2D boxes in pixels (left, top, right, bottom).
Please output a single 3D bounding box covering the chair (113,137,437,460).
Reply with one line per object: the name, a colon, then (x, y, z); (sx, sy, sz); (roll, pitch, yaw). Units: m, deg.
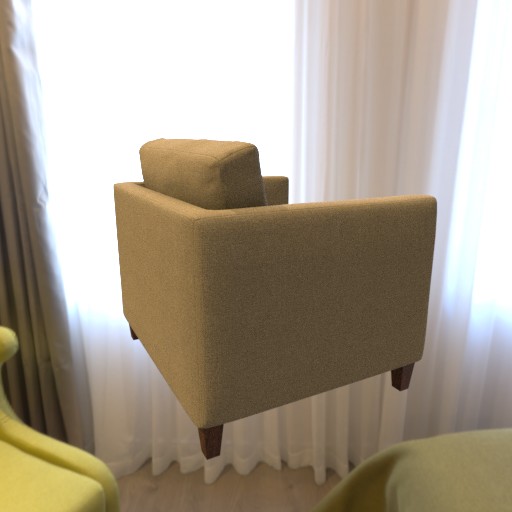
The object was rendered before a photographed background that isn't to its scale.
chair: (0.000, 0.000, 1.864); (0.959, 0.963, 1.107); (-8, 17, -27)
